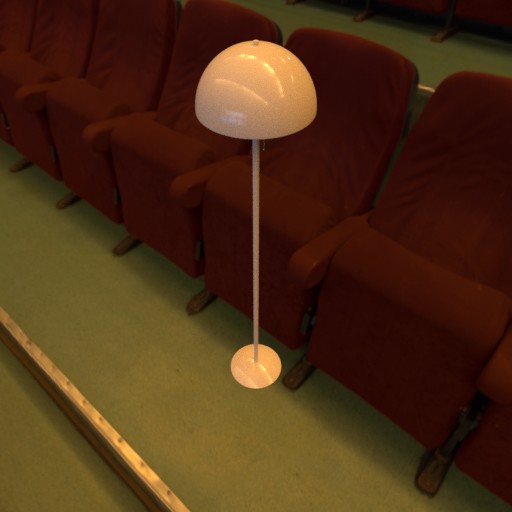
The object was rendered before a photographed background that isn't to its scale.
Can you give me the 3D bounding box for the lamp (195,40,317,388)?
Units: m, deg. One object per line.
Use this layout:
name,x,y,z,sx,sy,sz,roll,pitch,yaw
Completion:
lamp,0.000,0.000,1.602,0.328,1.480,0.328,32,53,28
